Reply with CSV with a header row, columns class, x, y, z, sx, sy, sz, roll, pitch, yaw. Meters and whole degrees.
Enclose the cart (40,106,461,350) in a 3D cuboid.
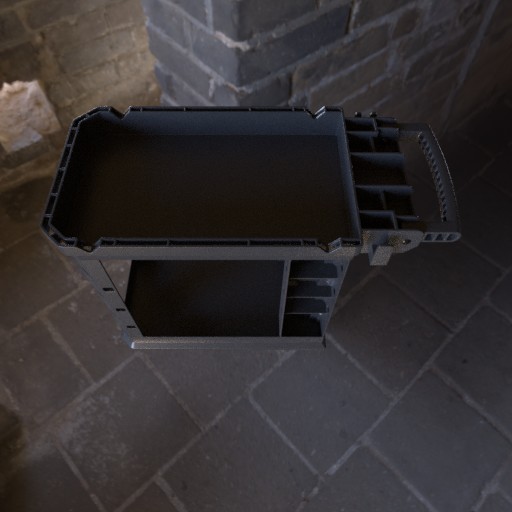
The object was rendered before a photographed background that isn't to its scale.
class,x,y,z,sx,sy,sz,roll,pitch,yaw
cart,0.000,0.000,1.557,1.061,0.884,0.497,0,58,0
